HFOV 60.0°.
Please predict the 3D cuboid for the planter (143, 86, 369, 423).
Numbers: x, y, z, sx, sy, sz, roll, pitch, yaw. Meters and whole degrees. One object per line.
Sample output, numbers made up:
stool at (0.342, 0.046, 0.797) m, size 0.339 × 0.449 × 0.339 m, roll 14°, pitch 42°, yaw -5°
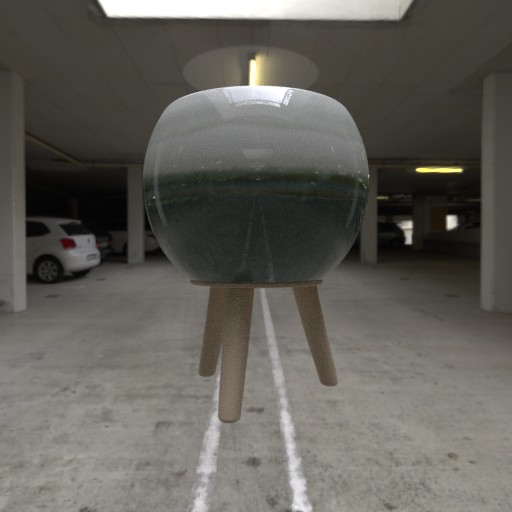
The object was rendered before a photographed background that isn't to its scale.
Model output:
planter at (0.000, 0.000, 0.448) m, size 0.222 × 0.278 × 0.222 m, roll 0°, pitch 1°, yaw 0°
